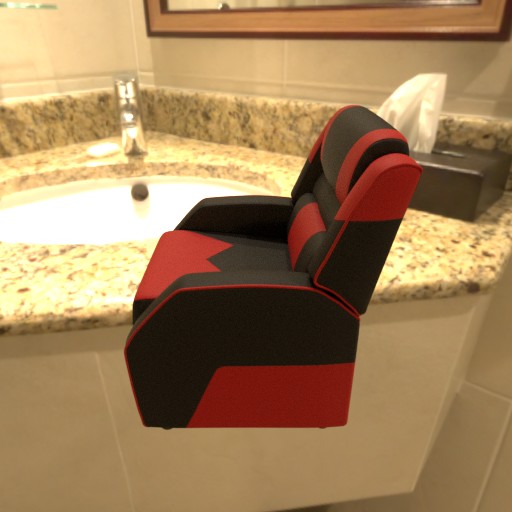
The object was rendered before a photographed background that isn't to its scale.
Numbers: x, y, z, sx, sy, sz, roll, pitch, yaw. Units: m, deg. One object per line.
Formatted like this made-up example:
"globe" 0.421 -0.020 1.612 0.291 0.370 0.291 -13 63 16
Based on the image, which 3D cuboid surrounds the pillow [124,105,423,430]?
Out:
"pillow" 0.000 0.000 1.310 0.672 0.805 0.620 0 28 0
